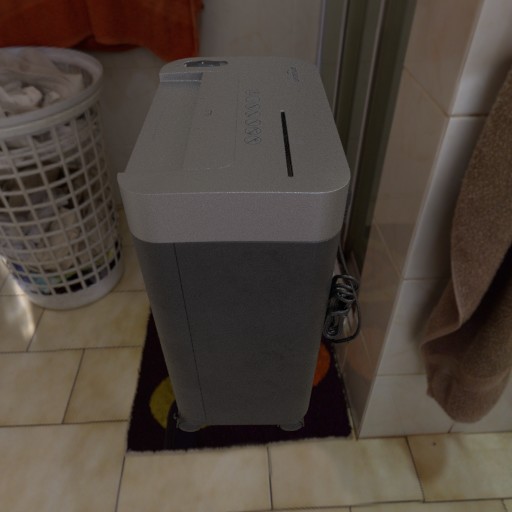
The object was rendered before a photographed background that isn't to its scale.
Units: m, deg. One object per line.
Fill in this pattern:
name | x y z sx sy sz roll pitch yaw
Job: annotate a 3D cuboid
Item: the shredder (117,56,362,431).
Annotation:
shredder | 0.000 0.000 0.597 0.237 0.419 0.311 0 42 0
